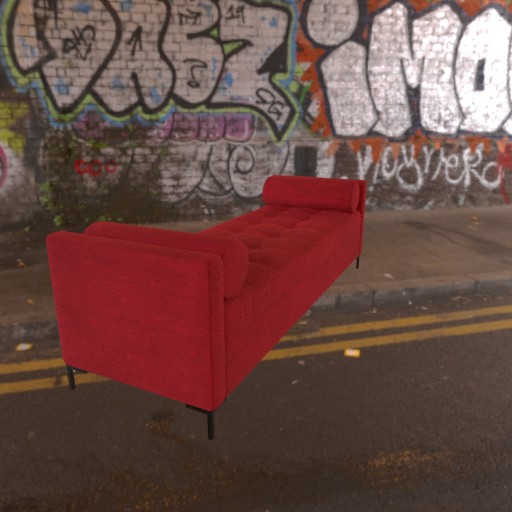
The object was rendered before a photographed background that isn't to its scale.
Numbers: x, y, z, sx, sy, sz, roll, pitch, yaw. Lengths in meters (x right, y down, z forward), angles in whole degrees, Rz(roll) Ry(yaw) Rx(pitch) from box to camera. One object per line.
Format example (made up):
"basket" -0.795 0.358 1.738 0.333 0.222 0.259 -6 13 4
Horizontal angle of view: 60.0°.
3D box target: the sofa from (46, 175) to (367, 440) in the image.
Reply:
"sofa" 0.000 0.000 2.343 0.686 0.635 1.981 8 19 25
